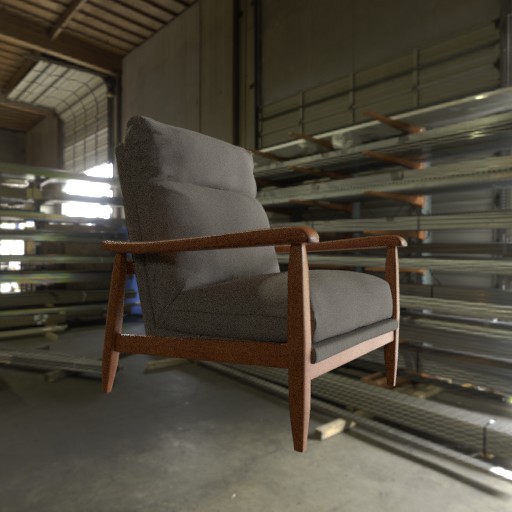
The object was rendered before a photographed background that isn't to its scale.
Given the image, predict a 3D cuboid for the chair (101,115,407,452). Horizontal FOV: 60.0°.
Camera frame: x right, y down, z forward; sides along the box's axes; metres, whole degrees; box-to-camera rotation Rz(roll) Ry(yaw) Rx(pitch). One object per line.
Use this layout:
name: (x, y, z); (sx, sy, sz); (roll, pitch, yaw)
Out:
chair: (0.000, 0.000, 1.528); (0.816, 0.922, 0.782); (0, 1, 36)
